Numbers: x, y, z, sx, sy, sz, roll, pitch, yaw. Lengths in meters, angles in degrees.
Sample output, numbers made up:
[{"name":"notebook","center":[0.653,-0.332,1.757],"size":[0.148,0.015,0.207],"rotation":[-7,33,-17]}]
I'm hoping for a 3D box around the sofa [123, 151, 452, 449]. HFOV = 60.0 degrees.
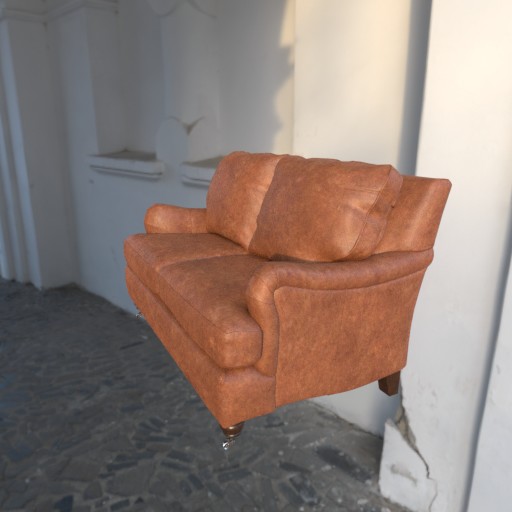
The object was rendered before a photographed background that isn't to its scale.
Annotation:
[{"name":"sofa","center":[0.000,0.000,2.262],"size":[1.077,1.004,1.527],"rotation":[-8,18,-27]}]
